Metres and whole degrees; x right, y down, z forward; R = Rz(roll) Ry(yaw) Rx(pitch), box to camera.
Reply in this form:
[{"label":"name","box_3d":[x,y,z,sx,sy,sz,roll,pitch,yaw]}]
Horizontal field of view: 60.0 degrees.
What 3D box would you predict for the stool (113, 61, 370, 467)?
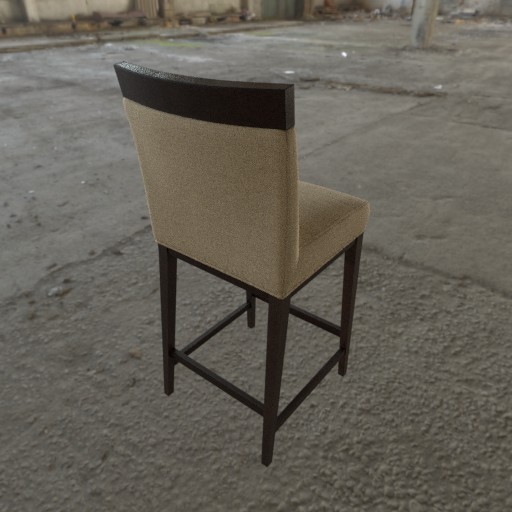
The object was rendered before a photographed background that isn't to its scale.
[{"label":"stool","box_3d":[0.000,0.000,1.375,0.511,1.117,0.531,22,37,32]}]
